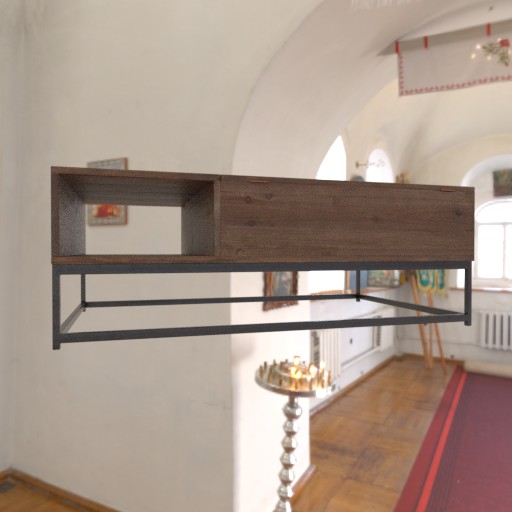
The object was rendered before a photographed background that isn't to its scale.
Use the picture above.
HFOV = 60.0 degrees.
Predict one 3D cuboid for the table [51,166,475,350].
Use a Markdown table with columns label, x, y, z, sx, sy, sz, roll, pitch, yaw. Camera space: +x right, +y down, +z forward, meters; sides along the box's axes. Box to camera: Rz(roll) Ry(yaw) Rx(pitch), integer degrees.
| label | x | y | z | sx | sy | sz | roll | pitch | yaw |
| --- | --- | --- | --- | --- | --- | --- | --- | --- | --- |
| table | 0.000 | 0.000 | 1.411 | 1.101 | 0.395 | 0.655 | 0 | 1 | -16 |
